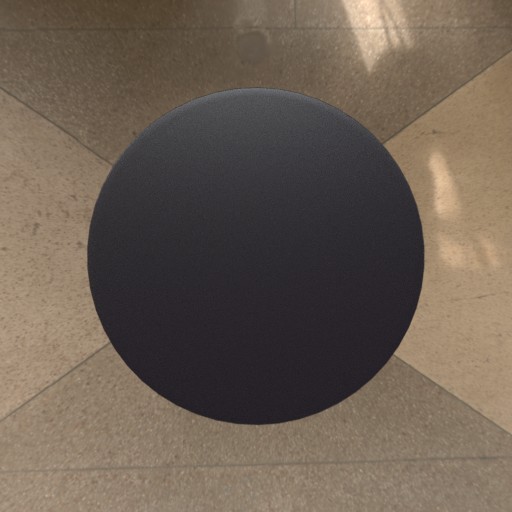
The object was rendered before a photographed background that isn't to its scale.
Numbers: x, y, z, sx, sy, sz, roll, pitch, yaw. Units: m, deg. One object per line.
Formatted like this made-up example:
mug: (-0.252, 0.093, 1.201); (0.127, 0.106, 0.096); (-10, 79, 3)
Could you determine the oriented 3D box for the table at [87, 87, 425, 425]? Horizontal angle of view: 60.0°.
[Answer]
table: (0.000, 0.000, 1.585); (1.029, 0.491, 1.029); (0, 91, -1)
